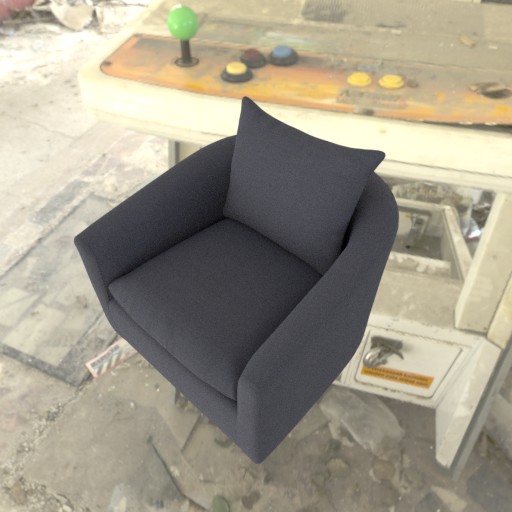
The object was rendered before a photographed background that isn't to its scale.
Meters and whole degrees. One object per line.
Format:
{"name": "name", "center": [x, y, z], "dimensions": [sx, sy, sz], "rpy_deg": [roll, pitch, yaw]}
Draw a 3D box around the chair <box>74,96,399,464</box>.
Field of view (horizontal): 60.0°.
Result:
{"name": "chair", "center": [0.000, 0.000, 1.606], "dimensions": [0.845, 0.848, 0.910], "rpy_deg": [33, 54, 28]}
